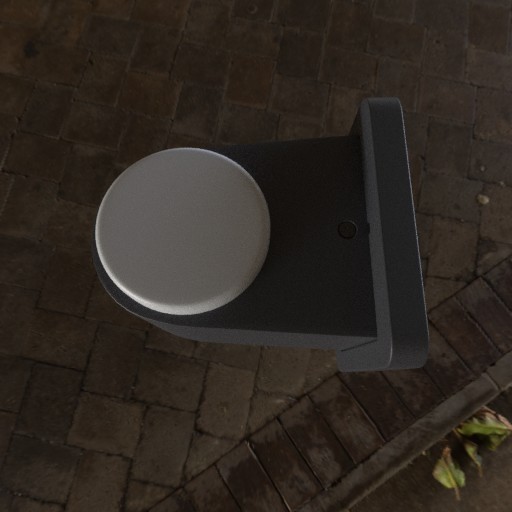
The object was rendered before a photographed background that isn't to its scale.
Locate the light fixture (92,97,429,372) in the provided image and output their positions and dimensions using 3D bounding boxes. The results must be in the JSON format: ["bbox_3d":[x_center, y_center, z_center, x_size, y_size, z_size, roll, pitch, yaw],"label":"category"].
[{"bbox_3d":[0.000,0.000,0.214,0.132,0.109,0.109,-1,75,0],"label":"light fixture"}]
